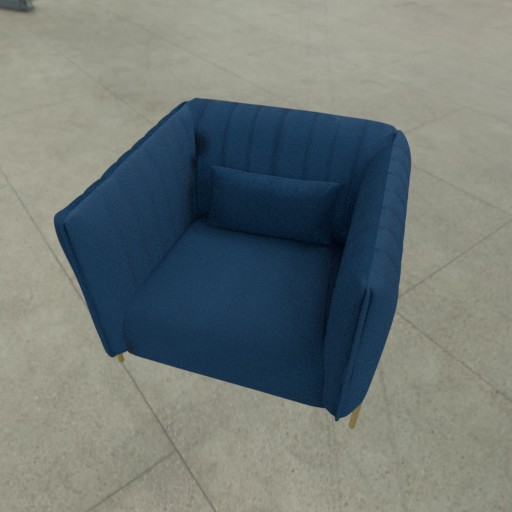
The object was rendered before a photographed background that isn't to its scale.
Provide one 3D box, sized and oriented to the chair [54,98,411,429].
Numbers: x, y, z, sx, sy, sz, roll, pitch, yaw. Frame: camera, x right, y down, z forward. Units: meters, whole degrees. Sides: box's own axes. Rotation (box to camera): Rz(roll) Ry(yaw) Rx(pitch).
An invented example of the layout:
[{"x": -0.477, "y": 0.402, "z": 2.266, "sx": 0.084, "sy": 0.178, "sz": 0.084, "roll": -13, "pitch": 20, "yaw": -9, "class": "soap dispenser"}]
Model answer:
[{"x": 0.000, "y": 0.000, "z": 1.604, "sx": 0.947, "sy": 0.793, "sz": 0.877, "roll": 12, "pitch": 43, "yaw": 13, "class": "chair"}]
